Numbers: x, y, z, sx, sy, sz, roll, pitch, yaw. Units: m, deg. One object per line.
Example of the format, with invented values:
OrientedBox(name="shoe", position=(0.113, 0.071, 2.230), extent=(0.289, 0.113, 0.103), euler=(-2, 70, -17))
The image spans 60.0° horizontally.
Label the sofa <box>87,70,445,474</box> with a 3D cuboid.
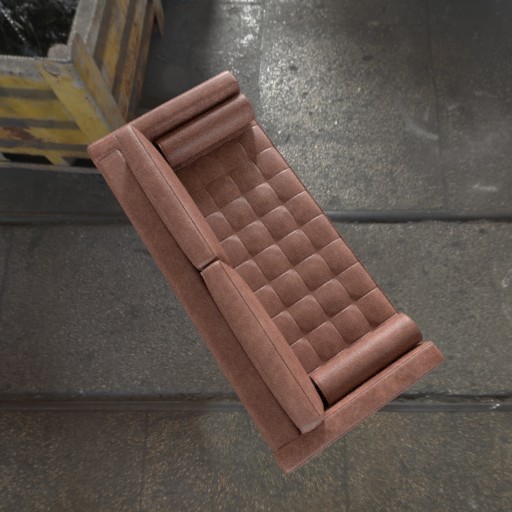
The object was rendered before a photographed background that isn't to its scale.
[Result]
OrientedBox(name="sofa", position=(0.000, 0.000, 2.323), extent=(0.910, 0.760, 1.870), euler=(-32, 77, -8))
